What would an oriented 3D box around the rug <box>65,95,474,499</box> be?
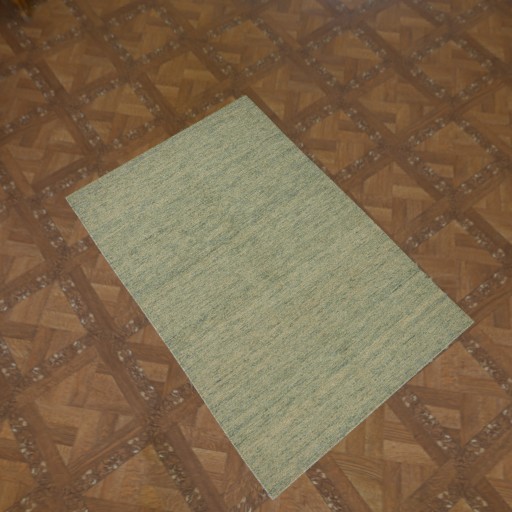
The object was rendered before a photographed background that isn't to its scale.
[{"bbox_3d":[0.000,0.000,2.839,1.547,0.013,2.283,-35,69,-15],"label":"rug"}]
